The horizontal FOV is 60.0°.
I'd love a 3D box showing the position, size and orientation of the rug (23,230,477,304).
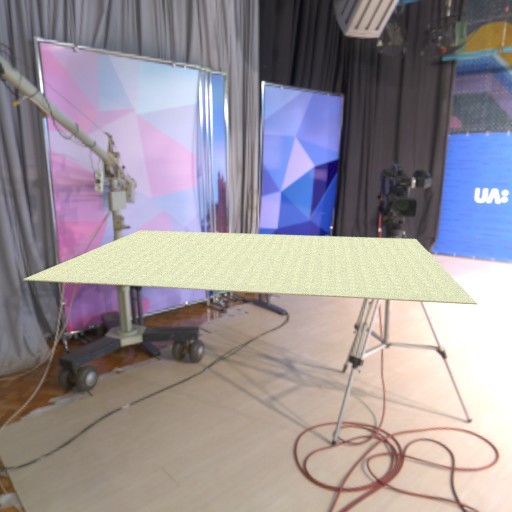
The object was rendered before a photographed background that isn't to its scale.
[{"bbox_3d":[0.000,0.000,2.224,1.747,0.006,1.143,2,14,9],"label":"rug"}]
